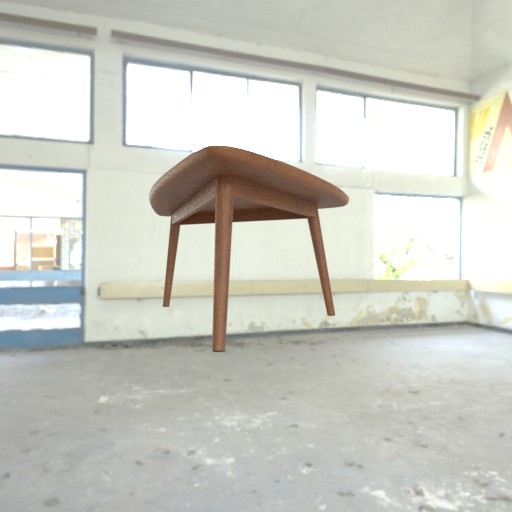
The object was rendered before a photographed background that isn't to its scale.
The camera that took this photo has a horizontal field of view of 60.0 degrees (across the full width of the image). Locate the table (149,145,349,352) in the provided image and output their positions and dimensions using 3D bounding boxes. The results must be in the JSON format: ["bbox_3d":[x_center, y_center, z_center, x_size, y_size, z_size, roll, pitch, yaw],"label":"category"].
[{"bbox_3d":[0.000,0.000,1.299,0.601,0.365,1.008,0,-1,-18],"label":"table"}]
